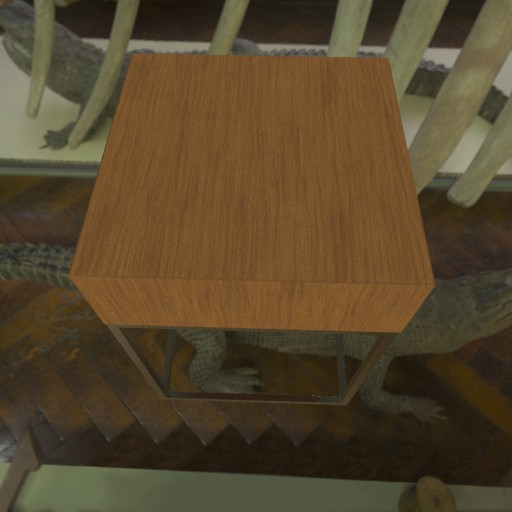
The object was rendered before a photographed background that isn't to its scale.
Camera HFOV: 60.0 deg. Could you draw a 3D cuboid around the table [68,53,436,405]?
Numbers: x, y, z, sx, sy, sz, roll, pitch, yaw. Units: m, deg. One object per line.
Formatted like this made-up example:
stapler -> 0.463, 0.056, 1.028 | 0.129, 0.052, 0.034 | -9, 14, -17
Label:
table -> 0.000, 0.000, 0.813 | 0.398, 0.540, 0.397 | 1, 58, 1
